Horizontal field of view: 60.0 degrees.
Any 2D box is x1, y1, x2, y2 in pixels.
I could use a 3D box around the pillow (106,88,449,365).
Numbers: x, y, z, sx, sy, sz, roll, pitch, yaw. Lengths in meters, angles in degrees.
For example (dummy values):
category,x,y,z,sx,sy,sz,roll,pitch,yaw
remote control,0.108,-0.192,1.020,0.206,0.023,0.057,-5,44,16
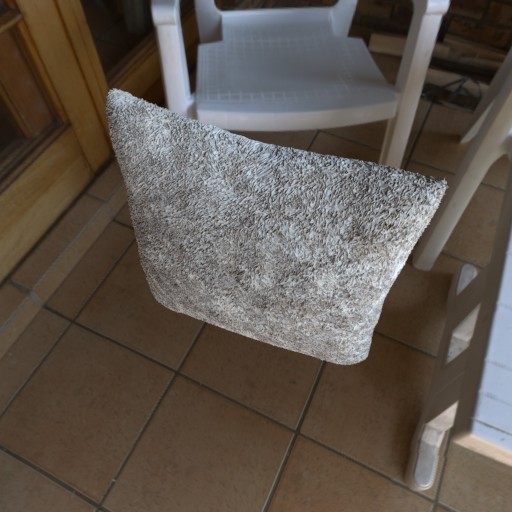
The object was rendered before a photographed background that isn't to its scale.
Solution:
category,x,y,z,sx,sy,sz,roll,pitch,yaw
pillow,0.000,0.000,0.814,0.529,0.515,0.218,17,60,10
